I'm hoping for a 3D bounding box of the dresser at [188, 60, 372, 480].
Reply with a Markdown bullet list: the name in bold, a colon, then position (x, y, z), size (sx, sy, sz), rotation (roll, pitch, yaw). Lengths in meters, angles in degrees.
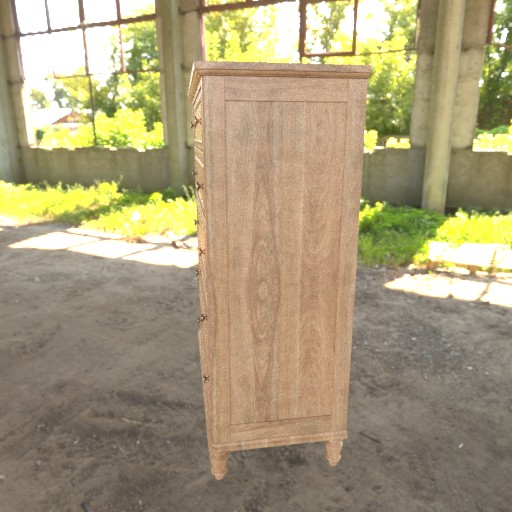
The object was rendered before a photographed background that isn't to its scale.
- **dresser**: position (0.000, 0.000, 1.808), size (0.484, 1.318, 0.973), rotation (-2, 15, -9)
